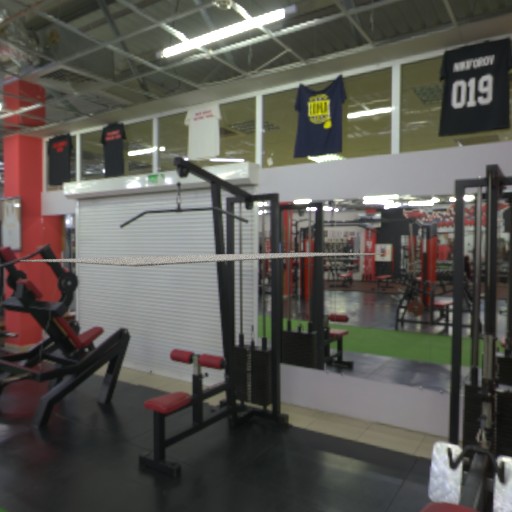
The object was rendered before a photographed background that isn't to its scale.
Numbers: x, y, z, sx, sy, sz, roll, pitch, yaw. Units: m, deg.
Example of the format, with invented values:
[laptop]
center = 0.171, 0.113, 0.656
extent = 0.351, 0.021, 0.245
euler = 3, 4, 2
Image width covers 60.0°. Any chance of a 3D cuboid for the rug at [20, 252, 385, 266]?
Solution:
[rug]
center = 0.000, 0.000, 2.550
extent = 0.697, 0.013, 2.335
euler = 1, 2, 36
